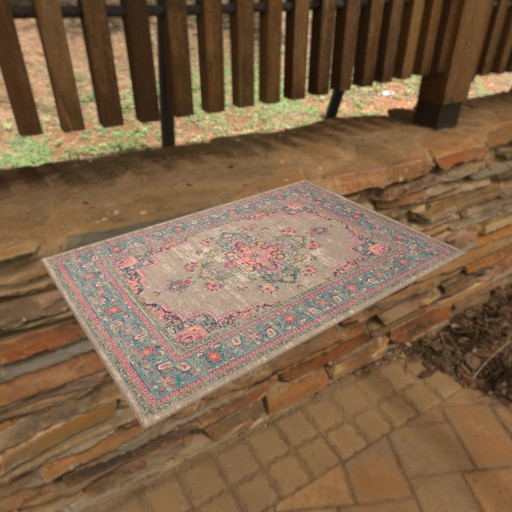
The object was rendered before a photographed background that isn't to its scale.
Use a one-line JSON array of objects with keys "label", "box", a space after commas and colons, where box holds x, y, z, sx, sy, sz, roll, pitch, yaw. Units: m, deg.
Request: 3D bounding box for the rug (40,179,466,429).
[{"label": "rug", "box": [0.000, 0.000, 3.650, 2.890, 0.013, 2.005, -21, 37, -30]}]
